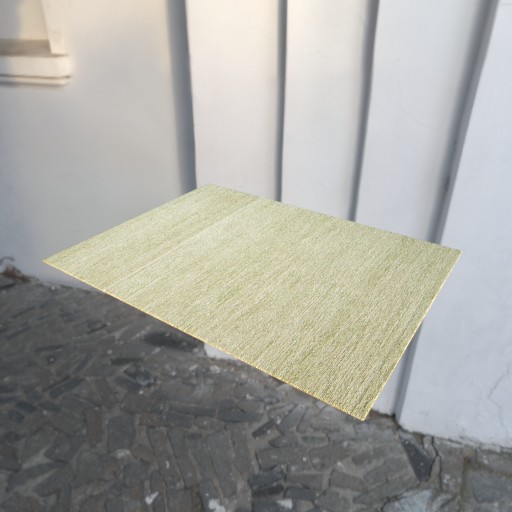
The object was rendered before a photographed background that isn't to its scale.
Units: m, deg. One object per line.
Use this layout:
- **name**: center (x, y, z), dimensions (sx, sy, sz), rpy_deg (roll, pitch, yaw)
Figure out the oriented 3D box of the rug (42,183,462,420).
- **rug**: center (0.000, 0.000, 4.228), dimensions (3.198, 0.016, 2.425), rpy_deg (19, 35, 29)
